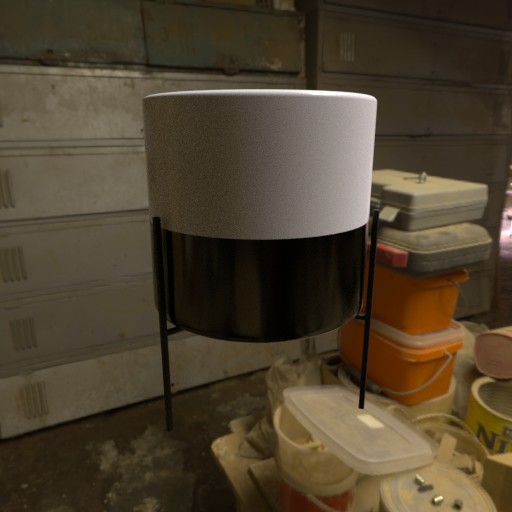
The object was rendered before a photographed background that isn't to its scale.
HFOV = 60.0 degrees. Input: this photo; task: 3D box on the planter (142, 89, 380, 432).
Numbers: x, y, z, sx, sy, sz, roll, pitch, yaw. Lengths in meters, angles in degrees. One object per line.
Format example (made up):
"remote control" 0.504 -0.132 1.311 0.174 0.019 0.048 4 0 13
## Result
"planter" 0.000 0.000 0.643 0.310 0.432 0.310 -8 18 -24
